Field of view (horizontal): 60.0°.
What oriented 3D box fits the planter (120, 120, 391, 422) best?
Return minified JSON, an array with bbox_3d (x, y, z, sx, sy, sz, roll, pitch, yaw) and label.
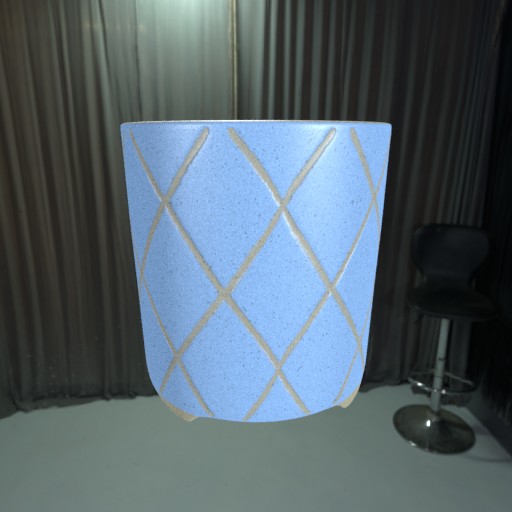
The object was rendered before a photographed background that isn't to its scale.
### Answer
[{"bbox_3d":[0.000,0.000,0.350,0.191,0.200,0.191,0,15,0],"label":"planter"}]
